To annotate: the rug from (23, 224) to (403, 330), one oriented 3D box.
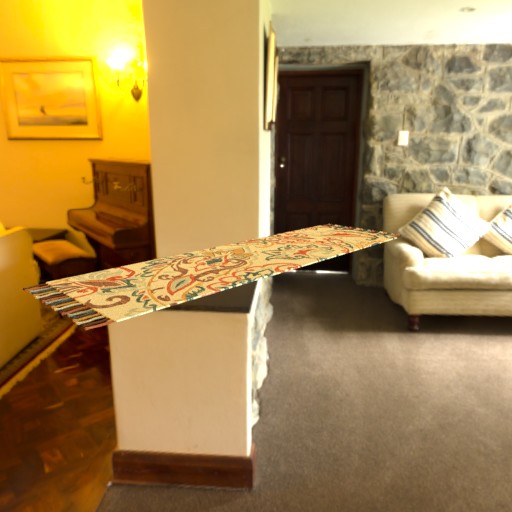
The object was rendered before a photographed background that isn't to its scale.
[{"bbox_3d":[0.000,0.000,2.953,0.763,0.015,2.682,13,19,43],"label":"rug"}]
